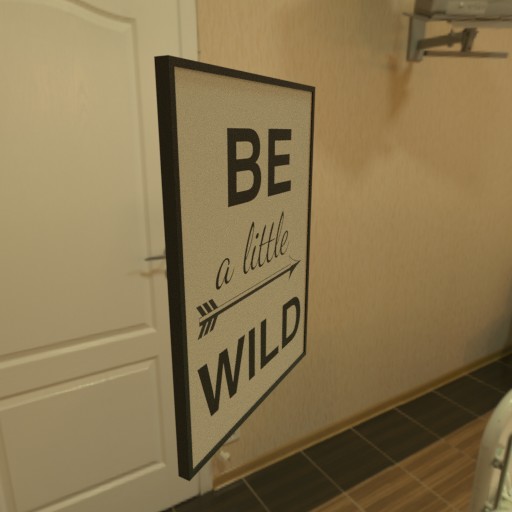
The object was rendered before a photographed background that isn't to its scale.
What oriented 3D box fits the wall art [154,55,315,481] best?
[{"bbox_3d":[0.000,0.000,1.401,0.038,1.062,0.806,9,18,28],"label":"wall art"}]
